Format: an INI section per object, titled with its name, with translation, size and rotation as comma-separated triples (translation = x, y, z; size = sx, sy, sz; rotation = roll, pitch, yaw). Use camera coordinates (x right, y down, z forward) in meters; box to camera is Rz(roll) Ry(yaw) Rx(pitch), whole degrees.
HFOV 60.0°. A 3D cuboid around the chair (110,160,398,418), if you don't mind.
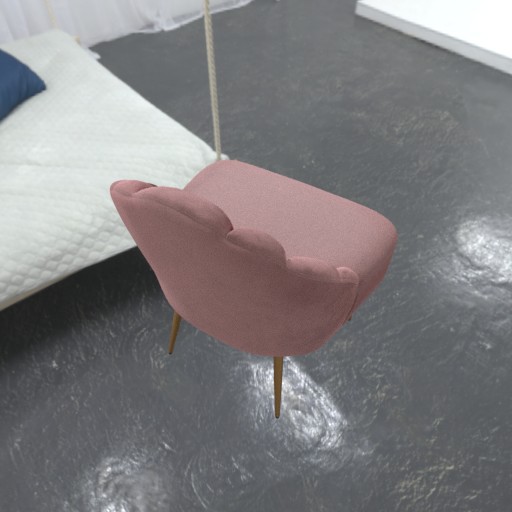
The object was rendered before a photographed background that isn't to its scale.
[chair]
translation = 0.000, 0.000, 1.253
size = 0.657, 0.819, 0.599
rotation = 25, 52, 21
